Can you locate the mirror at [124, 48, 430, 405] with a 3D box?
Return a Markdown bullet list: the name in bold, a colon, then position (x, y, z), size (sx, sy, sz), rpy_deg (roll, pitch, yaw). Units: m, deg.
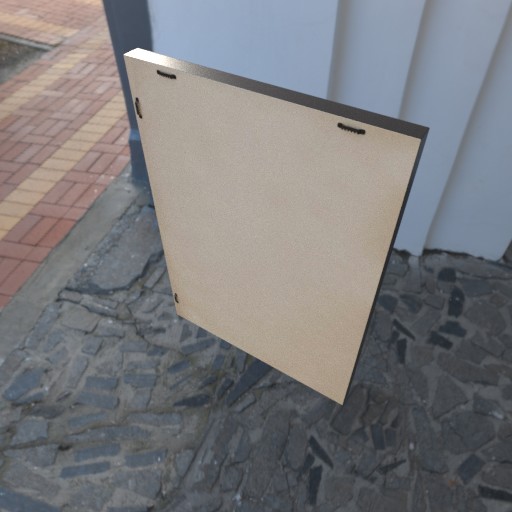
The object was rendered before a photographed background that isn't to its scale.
- **mirror**: position (0.000, 0.000, 0.908), size (0.507, 0.710, 0.040), rpy_deg (24, 50, 22)
